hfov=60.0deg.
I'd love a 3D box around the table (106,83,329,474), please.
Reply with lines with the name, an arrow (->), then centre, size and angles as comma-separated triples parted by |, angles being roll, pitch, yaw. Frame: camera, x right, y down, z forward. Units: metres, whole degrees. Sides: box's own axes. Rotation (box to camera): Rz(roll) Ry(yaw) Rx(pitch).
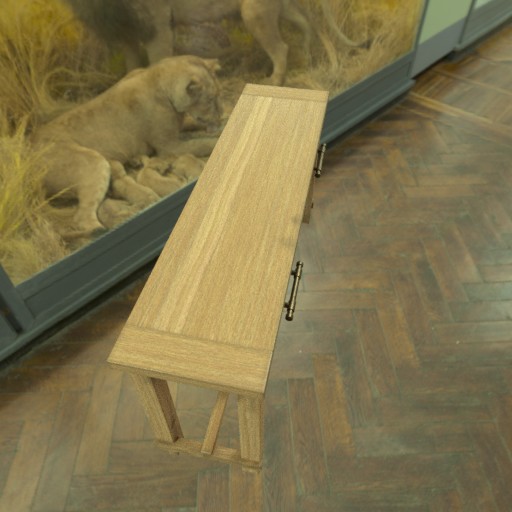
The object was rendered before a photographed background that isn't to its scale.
table -> 0.000, 0.000, 1.913 | 0.442, 0.762, 1.599 | 9, 47, 8
